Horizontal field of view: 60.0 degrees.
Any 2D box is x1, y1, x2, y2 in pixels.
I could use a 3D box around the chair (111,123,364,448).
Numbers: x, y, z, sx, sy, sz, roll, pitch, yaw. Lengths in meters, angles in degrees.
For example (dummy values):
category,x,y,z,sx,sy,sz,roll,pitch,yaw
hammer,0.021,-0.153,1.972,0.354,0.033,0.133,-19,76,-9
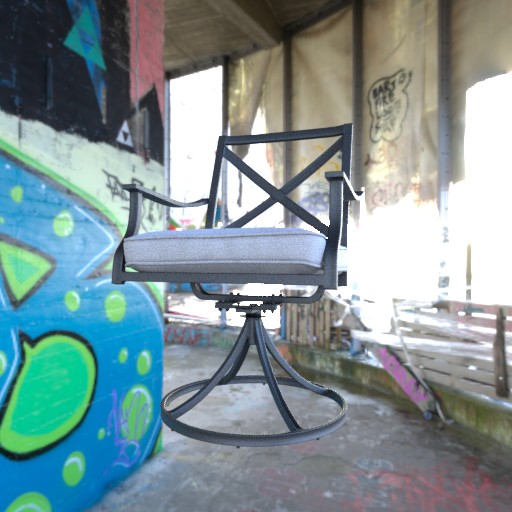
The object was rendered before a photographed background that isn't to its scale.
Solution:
category,x,y,z,sx,sy,sz,roll,pitch,yaw
chair,0.000,0.000,1.296,0.575,0.889,0.620,0,0,19
